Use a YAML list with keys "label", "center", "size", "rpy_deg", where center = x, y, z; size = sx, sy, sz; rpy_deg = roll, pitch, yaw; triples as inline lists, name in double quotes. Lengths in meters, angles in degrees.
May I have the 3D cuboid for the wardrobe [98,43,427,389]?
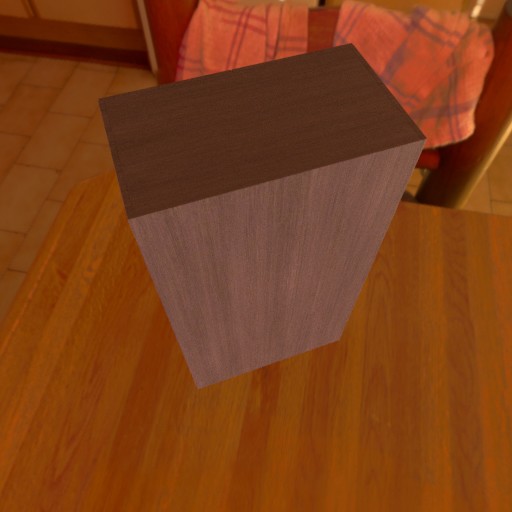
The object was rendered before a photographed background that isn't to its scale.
- label: "wardrobe"
  center: [0.000, 0.000, 2.278]
  size: [0.991, 1.808, 0.577]
  rpy_deg: [-17, 60, -10]
